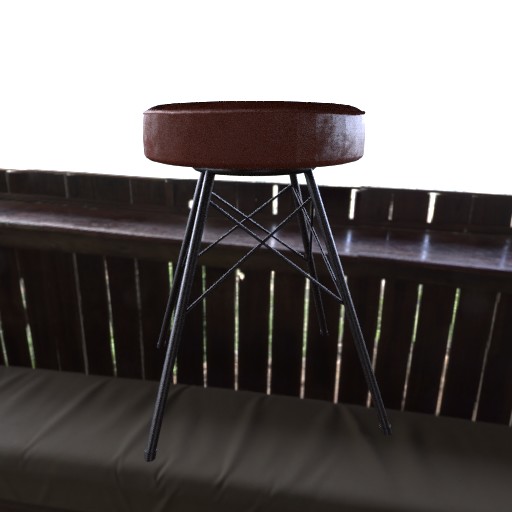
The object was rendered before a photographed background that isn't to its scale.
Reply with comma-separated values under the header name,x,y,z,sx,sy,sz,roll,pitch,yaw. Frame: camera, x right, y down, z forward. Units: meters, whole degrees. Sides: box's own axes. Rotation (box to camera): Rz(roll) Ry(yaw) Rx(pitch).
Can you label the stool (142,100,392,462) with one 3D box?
name,x,y,z,sx,sy,sz,roll,pitch,yaw
stool,0.000,0.000,0.905,0.457,0.593,0.421,-3,18,-8
